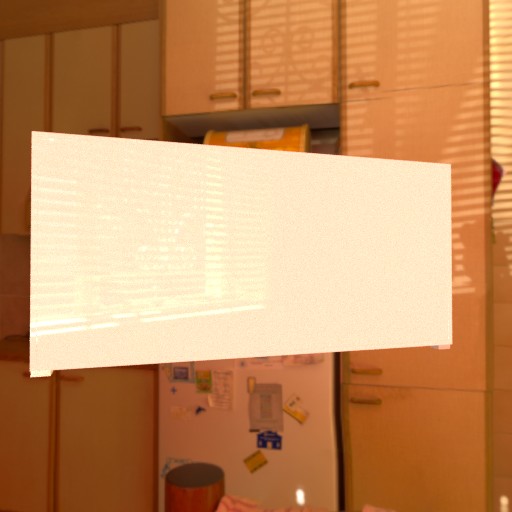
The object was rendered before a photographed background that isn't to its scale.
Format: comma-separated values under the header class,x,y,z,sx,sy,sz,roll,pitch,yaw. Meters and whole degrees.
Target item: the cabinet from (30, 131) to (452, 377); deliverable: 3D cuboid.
class,x,y,z,sx,sy,sz,roll,pitch,yaw
cabinet,0.000,0.000,1.870,1.650,0.800,0.400,0,-1,-17
